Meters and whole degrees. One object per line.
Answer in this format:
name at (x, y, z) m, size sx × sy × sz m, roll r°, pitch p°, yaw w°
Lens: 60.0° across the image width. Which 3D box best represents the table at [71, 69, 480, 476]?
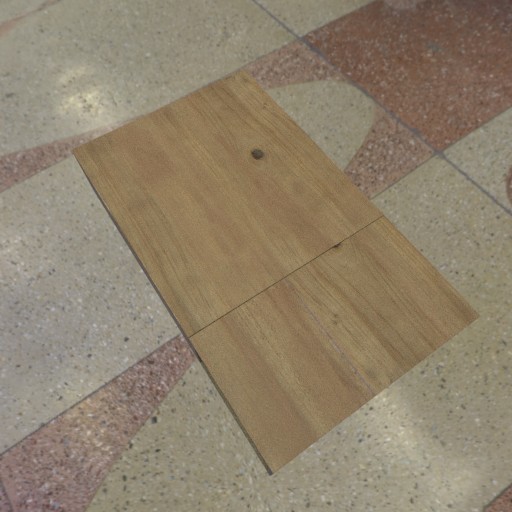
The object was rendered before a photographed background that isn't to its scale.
table at (0.000, 0.000, 1.437) m, size 0.655 × 0.395 × 1.101 m, roll -31°, pitch 67°, yaw -15°
